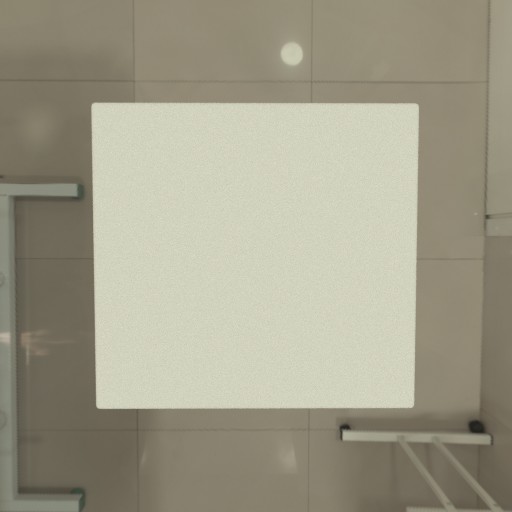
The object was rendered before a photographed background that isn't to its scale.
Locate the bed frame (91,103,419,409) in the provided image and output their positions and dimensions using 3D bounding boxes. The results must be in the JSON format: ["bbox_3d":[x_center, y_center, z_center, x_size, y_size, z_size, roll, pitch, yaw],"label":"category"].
[{"bbox_3d":[0.000,0.000,3.143,2.079,0.659,1.963,0,93,0],"label":"bed frame"}]
